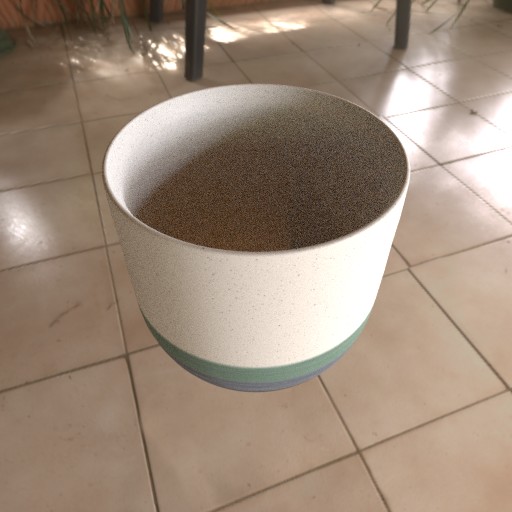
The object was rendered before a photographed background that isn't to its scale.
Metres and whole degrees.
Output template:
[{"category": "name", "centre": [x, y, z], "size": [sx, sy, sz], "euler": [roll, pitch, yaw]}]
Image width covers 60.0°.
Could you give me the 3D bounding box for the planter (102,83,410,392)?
[{"category": "planter", "centre": [0.000, 0.000, 0.487], "size": [0.268, 0.270, 0.268], "euler": [0, 45, 0]}]
